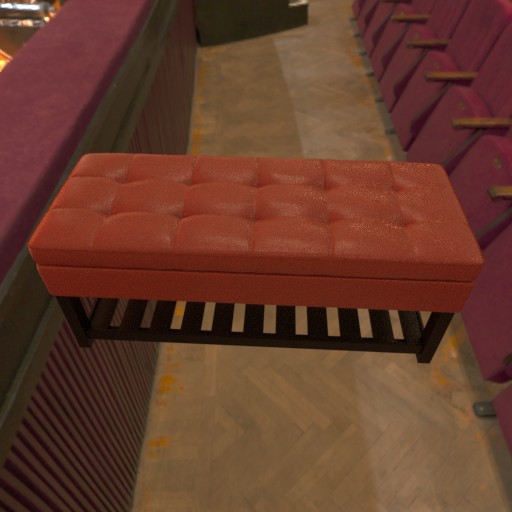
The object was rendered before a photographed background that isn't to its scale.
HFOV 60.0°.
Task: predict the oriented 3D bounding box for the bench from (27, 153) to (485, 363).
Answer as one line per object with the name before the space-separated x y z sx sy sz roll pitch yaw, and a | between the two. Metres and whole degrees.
bench | 0.000 0.000 1.343 1.105 0.460 0.432 2 44 2
